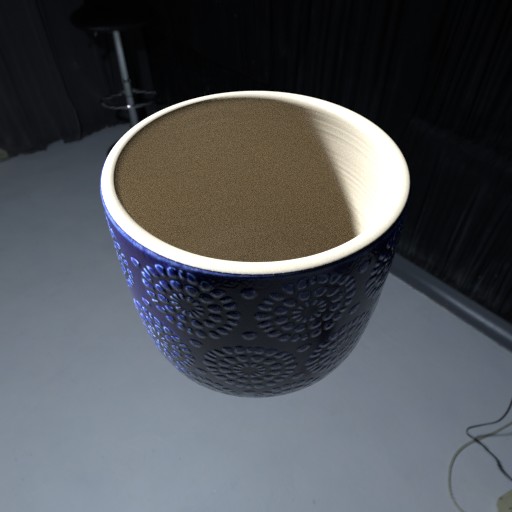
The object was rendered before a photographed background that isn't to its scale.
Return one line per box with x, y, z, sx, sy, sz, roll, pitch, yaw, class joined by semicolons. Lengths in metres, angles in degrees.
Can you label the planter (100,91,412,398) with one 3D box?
0.000;0.000;0.291;0.165;0.149;0.165;0;46;0;planter
